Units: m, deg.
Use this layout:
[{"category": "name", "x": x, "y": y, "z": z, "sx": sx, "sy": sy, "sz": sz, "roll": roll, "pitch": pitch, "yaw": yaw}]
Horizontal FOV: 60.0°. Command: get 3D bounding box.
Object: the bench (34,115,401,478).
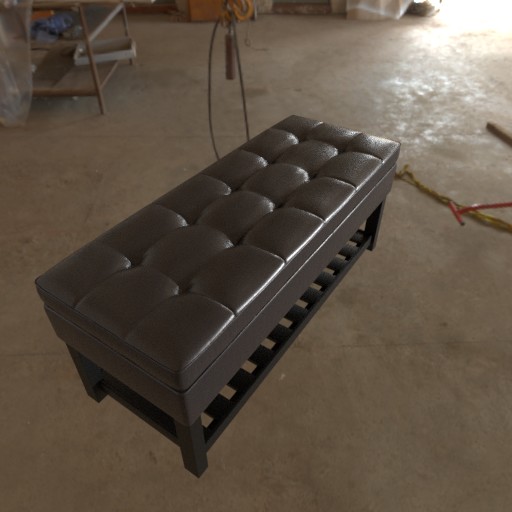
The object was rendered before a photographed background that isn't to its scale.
[{"category": "bench", "x": 0.000, "y": 0.000, "z": 1.341, "sx": 0.432, "sy": 0.460, "sz": 1.105, "roll": 24, "pitch": 45, "yaw": 26}]
